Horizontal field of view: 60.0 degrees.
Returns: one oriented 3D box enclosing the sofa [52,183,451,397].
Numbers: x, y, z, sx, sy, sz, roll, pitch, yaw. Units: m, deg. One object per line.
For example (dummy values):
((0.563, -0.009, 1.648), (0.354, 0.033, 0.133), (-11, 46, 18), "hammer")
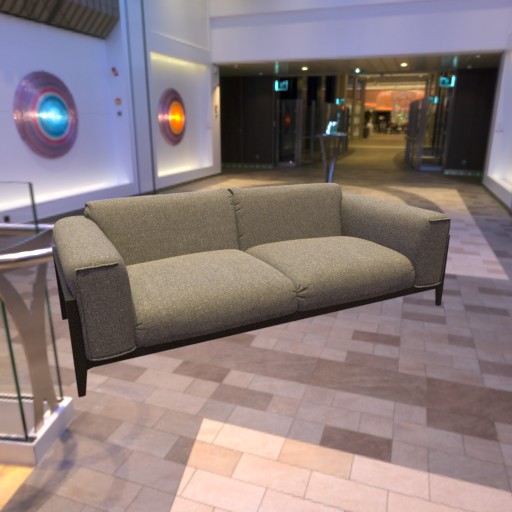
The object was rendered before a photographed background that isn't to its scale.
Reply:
((0.000, 0.000, 2.595), (2.125, 0.703, 0.985), (-8, 19, -26), "sofa")
